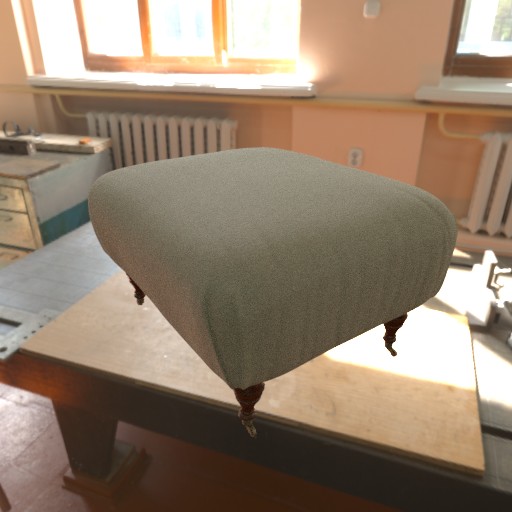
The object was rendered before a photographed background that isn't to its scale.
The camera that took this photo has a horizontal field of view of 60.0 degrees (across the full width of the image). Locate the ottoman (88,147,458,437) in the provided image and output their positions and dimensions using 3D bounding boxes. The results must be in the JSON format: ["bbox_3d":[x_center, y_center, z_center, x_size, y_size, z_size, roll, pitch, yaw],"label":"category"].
[{"bbox_3d":[0.000,0.000,1.130,0.639,0.450,0.746,-17,31,-31],"label":"ottoman"}]
